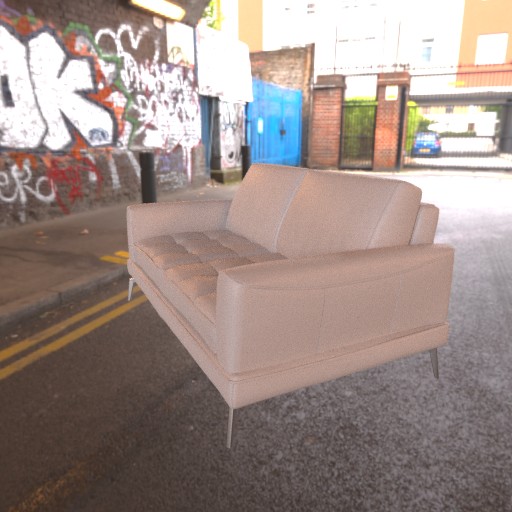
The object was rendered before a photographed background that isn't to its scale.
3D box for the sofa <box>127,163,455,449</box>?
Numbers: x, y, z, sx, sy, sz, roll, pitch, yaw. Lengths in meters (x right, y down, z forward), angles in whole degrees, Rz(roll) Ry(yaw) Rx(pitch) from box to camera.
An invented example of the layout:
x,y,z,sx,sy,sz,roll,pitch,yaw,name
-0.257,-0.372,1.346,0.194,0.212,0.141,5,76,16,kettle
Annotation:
x,y,z,sx,sy,sz,roll,pitch,yaw,name
0.000,0.000,2.451,1.121,0.930,1.819,-8,17,-26,sofa
